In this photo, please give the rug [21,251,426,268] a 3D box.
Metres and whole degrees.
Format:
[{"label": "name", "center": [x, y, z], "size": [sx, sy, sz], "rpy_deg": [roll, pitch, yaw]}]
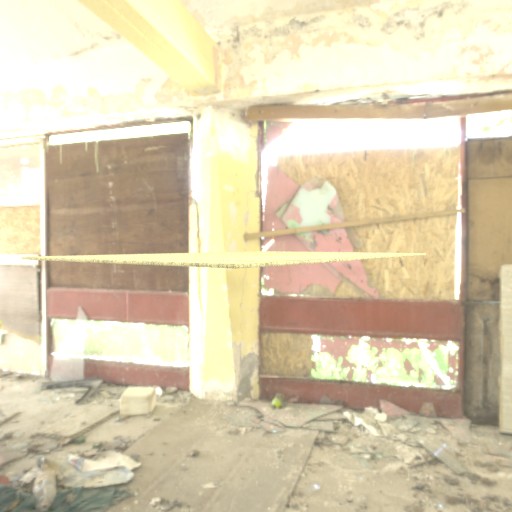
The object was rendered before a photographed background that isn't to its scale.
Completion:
[{"label": "rug", "center": [0.000, 0.000, 2.859], "size": [1.523, 0.017, 2.263], "rpy_deg": [1, 2, 37]}]
